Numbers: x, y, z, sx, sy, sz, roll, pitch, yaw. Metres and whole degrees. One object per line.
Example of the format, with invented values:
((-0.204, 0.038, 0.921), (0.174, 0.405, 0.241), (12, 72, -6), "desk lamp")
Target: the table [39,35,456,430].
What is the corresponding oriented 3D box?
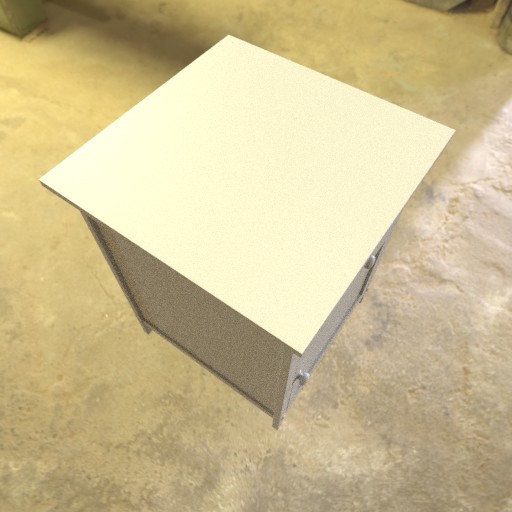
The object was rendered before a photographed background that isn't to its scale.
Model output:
((0.000, 0.000, 0.767), (0.381, 0.483, 0.381), (31, 62, 18), "table")
